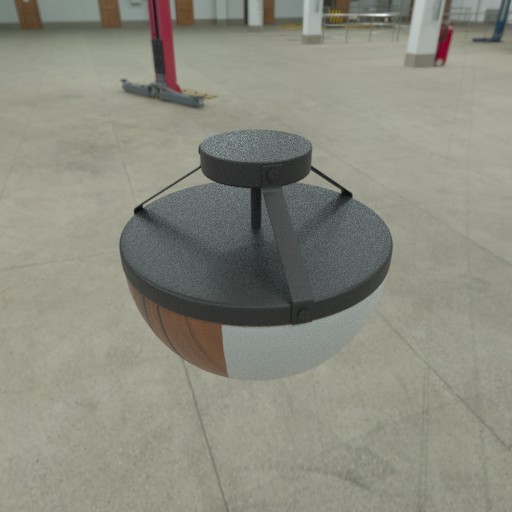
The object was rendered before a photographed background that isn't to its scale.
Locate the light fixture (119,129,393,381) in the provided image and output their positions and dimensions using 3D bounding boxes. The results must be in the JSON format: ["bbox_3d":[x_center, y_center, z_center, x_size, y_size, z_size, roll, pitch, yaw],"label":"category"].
[{"bbox_3d":[0.000,0.000,0.527,0.304,0.269,0.304,0,31,0],"label":"light fixture"}]
